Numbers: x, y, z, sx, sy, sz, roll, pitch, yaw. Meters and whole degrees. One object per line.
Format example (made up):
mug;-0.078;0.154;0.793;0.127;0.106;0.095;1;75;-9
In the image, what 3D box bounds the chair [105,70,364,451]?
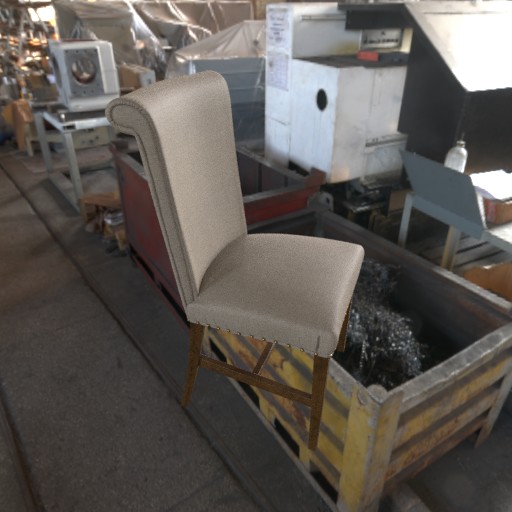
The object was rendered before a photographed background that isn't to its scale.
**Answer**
chair;0.000;0.000;1.367;0.608;0.988;0.513;10;32;17
